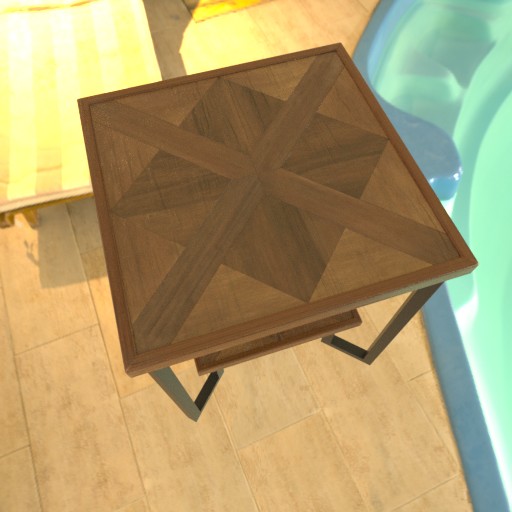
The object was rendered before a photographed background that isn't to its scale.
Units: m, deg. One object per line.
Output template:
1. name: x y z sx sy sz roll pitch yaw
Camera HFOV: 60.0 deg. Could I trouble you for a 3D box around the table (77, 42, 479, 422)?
1. table: 0.000 0.000 0.948 0.503 0.563 0.503 -16 63 -8
